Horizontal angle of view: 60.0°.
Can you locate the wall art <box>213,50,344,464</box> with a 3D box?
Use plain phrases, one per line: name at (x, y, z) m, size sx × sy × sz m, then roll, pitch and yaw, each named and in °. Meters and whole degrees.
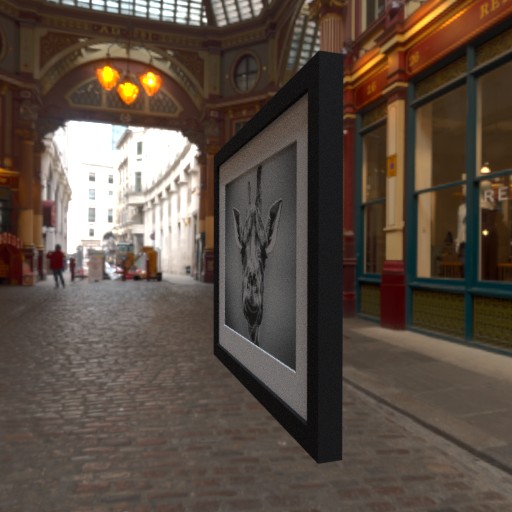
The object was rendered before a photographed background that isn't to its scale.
wall art at (0.000, 0.000, 0.760) m, size 0.031 × 0.457 × 0.558 m, roll 0°, pitch 0°, yaw -17°
